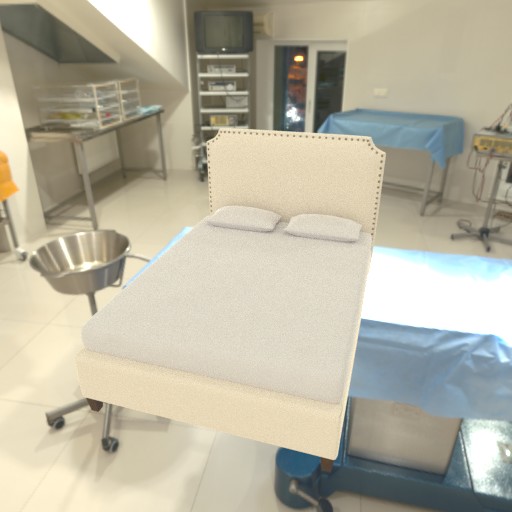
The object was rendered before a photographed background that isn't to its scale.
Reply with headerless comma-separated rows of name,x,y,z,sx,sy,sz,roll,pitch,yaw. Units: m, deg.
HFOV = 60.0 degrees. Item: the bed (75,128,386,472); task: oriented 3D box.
bed,0.000,0.000,3.453,1.712,1.497,2.372,8,27,15
